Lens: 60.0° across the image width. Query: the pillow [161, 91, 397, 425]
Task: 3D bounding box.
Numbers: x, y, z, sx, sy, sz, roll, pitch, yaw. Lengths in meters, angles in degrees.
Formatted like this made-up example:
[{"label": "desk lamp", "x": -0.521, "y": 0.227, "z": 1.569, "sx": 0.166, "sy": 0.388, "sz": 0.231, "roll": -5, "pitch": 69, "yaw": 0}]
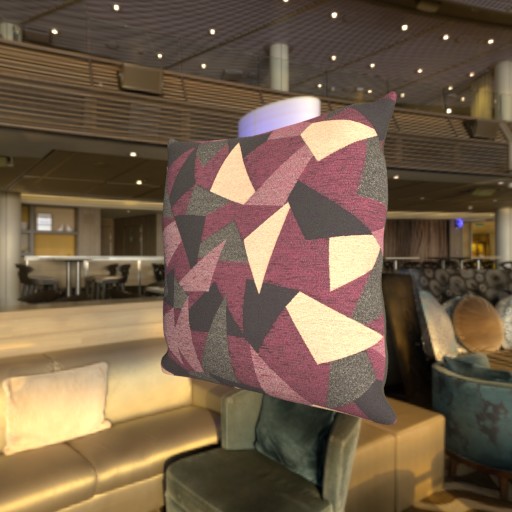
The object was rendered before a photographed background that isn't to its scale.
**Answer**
[{"label": "pillow", "x": 0.000, "y": 0.000, "z": 0.790, "sx": 0.503, "sy": 0.496, "sz": 0.208, "roll": 0, "pitch": 0, "yaw": 37}]
